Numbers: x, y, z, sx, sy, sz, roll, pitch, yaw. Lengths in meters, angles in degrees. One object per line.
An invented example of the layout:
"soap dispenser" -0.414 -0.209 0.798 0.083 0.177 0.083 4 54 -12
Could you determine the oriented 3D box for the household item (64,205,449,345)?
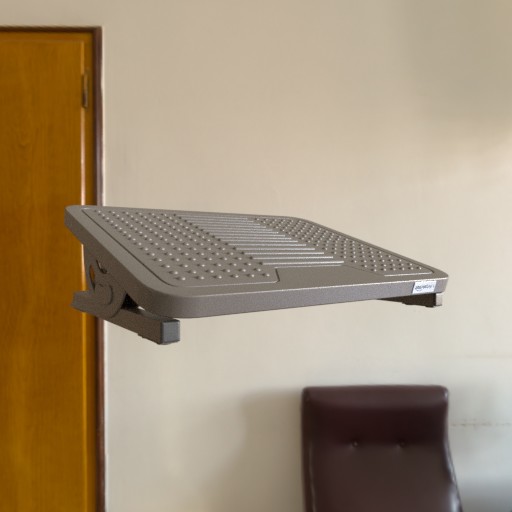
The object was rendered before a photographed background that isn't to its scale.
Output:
"household item" 0.000 0.000 0.541 0.390 0.126 0.301 -1 1 -36
